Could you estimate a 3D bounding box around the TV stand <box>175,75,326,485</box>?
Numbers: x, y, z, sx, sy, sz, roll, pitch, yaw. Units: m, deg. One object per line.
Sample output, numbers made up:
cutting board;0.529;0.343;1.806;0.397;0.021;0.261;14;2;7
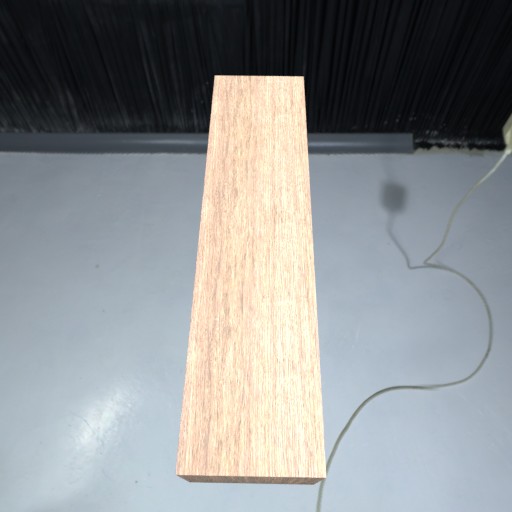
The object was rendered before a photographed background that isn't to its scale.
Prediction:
TV stand;0.000;0.000;1.627;0.366;0.409;1.482;1;59;1
